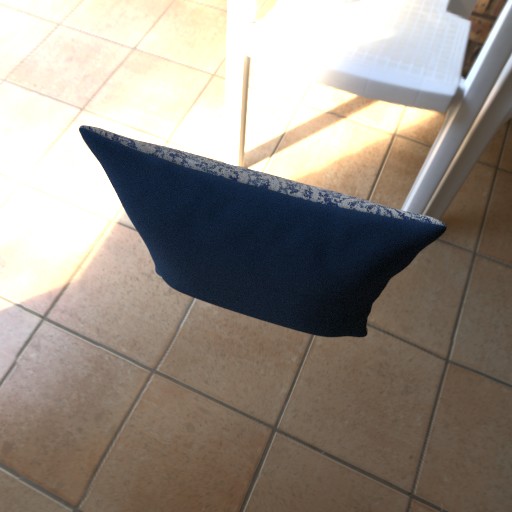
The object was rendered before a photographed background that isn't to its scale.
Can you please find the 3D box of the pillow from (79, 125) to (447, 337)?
[{"bbox_3d":[0.000,0.000,0.817,0.523,0.510,0.166,17,65,8],"label":"pillow"}]
